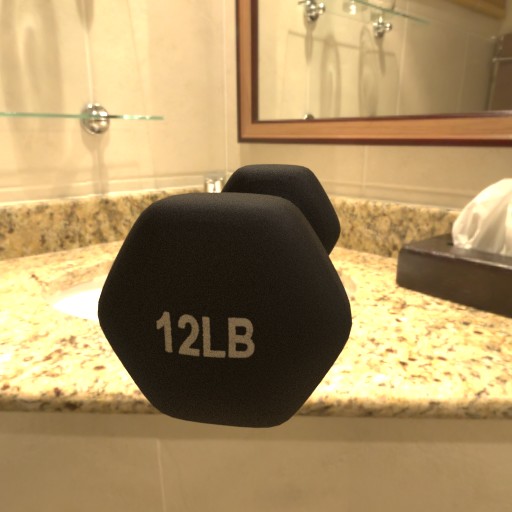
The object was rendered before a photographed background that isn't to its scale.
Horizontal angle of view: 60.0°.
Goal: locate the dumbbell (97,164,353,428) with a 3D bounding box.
[{"bbox_3d":[0.000,0.000,0.280,0.112,0.101,0.231,3,16,9],"label":"dumbbell"}]
